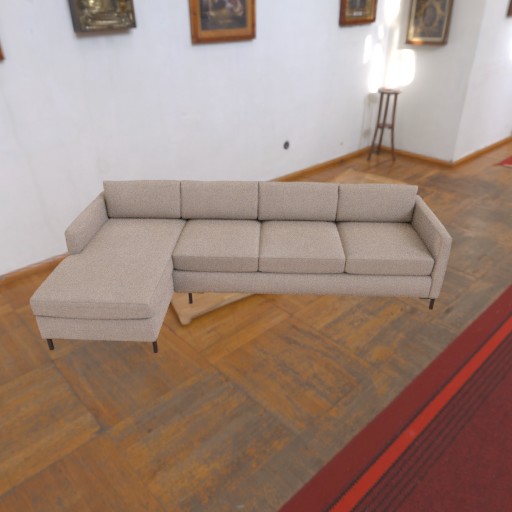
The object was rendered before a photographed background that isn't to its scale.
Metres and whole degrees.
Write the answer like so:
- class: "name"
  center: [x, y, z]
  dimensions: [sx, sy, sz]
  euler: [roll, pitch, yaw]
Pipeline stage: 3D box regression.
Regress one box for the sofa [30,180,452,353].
- class: "sofa"
  center: [0.000, 0.000, 3.467]
  dimensions: [2.923, 0.816, 1.469]
  euler: [1, 29, 2]
